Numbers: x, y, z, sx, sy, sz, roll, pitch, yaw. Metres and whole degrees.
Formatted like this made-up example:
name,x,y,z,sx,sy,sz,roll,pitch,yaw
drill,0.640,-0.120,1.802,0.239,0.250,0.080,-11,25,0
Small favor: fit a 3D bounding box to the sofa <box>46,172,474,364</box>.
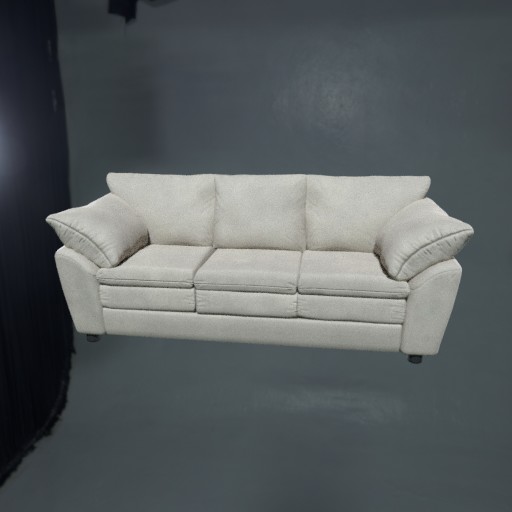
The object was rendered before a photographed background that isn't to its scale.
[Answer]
name,x,y,z,sx,sy,sz,roll,pitch,yaw
sofa,0.000,0.000,2.819,2.334,0.996,0.878,2,15,8
